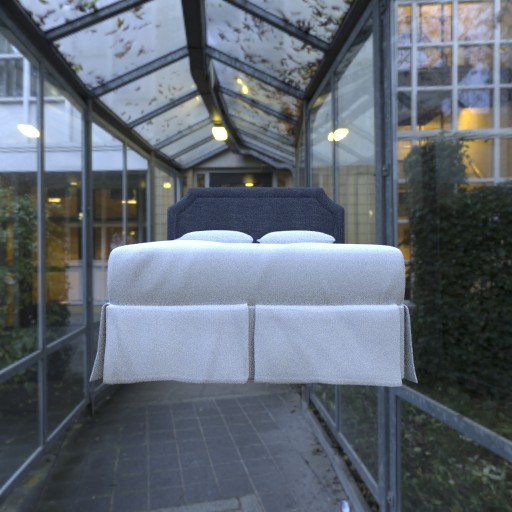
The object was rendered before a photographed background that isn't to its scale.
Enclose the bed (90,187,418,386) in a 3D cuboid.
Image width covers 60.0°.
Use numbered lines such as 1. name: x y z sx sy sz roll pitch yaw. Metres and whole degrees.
1. bed: 0.000 0.000 3.209 1.693 1.290 2.116 0 0 0
